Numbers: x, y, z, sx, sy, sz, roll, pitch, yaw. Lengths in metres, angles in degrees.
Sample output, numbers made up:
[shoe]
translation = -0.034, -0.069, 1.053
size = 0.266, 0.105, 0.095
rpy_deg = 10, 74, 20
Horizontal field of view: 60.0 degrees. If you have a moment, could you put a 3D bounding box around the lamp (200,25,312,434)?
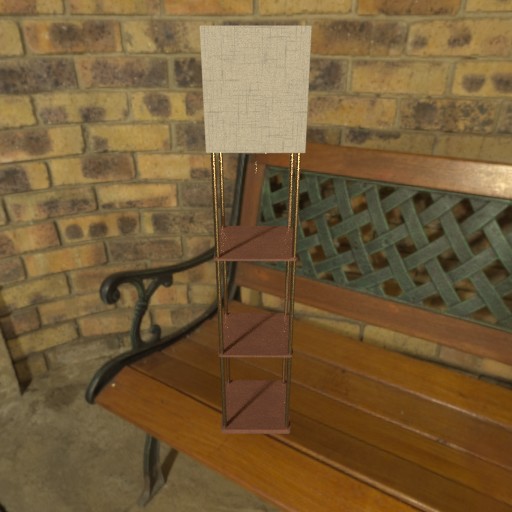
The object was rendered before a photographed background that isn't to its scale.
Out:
[lamp]
translation = 0.000, 0.000, 1.706
size = 0.308, 1.569, 0.310
rpy_deg = 0, 27, 0
